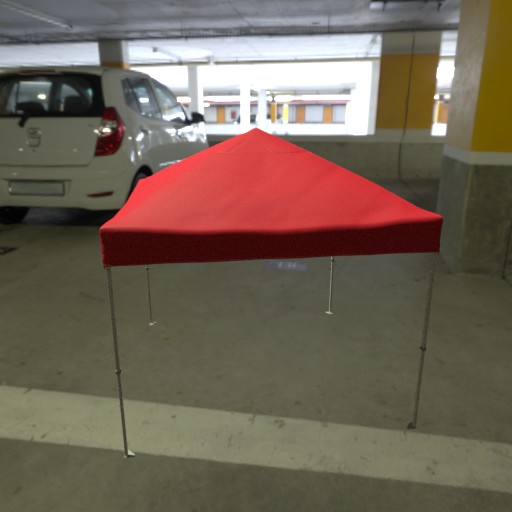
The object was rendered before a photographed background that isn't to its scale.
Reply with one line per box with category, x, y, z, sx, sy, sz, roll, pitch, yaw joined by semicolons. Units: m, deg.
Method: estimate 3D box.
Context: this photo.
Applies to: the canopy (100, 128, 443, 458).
canopy;0.000;0.000;5.386;2.996;2.997;2.998;-2;17;-8
